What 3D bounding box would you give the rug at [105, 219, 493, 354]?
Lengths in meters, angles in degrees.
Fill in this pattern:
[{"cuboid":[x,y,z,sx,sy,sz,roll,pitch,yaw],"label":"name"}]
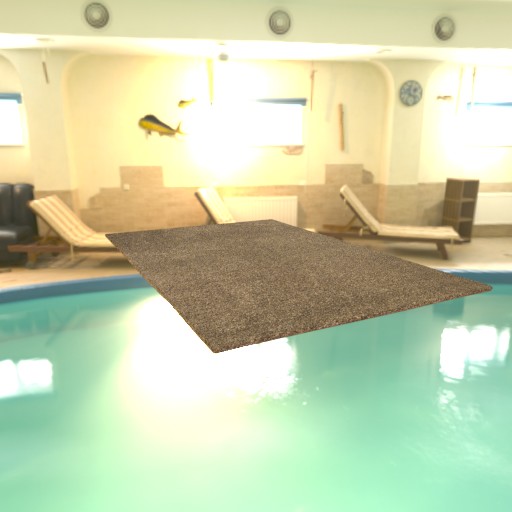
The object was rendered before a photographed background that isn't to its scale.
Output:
[{"cuboid":[0.000,0.000,3.409,1.802,0.026,2.699,-7,16,-27],"label":"rug"}]
